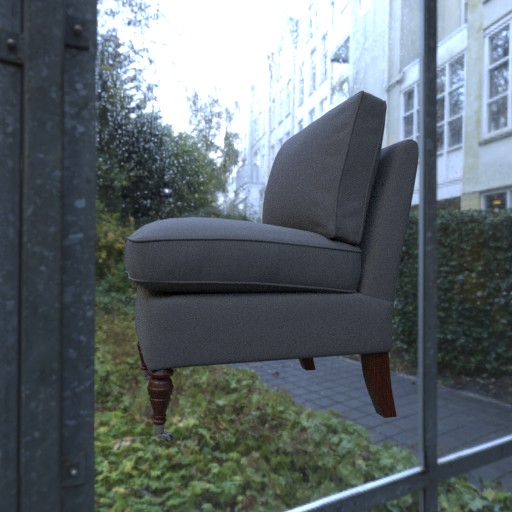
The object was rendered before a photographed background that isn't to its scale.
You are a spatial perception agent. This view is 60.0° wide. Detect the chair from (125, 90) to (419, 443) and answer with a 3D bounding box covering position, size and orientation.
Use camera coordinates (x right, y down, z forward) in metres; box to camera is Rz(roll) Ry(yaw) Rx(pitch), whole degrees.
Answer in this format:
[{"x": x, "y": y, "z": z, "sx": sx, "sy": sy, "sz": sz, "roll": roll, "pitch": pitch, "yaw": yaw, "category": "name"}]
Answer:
[{"x": 0.000, "y": 0.000, "z": 1.642, "sx": 0.924, "sy": 1.045, "sz": 0.724, "roll": 0, "pitch": 0, "yaw": -18, "category": "chair"}]
